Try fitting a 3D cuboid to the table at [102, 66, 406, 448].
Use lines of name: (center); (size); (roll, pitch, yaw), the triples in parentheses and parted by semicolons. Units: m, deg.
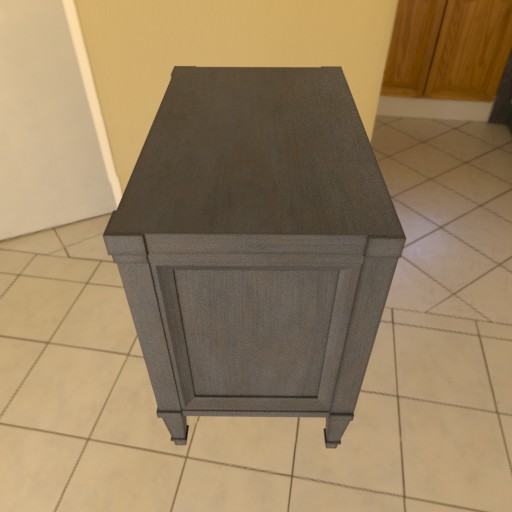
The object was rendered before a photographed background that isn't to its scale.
table: (0.000, 0.000, 1.062); (0.413, 0.660, 0.660); (0, 42, 0)
